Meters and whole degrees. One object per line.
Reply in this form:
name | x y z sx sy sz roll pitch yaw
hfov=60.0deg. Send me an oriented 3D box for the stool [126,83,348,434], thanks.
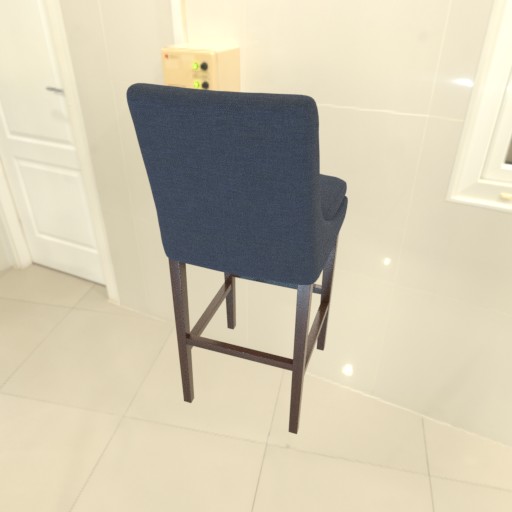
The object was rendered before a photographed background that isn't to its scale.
stool | 0.000 0.000 1.377 0.470 1.078 0.577 10 33 16
